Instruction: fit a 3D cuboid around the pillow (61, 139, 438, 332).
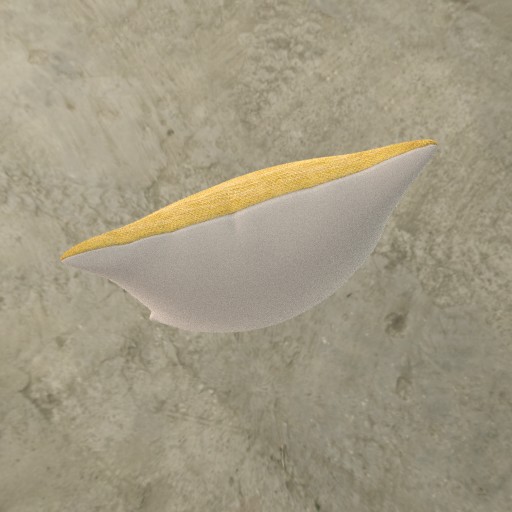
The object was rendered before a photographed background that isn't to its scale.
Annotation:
[{"bbox_3d":[0.000,0.000,0.710,0.450,0.450,0.211,-18,74,-5],"label":"pillow"}]
